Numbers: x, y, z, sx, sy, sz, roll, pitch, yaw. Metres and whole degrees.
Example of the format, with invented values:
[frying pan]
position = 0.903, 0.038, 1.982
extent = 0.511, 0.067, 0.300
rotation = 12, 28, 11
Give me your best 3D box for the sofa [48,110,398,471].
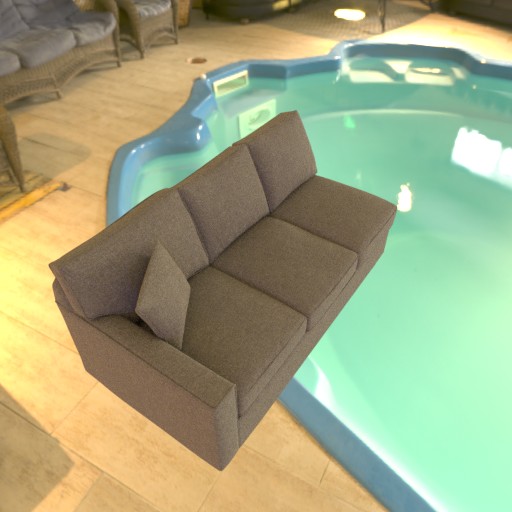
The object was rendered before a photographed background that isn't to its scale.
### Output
[sofa]
position = 0.000, 0.000, 2.616
extent = 1.034, 0.946, 1.963
rotation = 25, 48, 25
